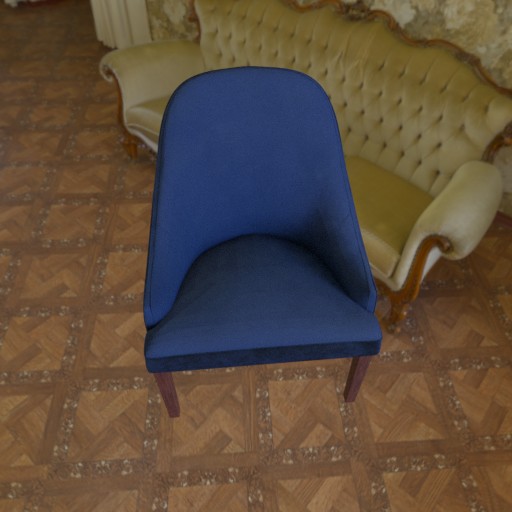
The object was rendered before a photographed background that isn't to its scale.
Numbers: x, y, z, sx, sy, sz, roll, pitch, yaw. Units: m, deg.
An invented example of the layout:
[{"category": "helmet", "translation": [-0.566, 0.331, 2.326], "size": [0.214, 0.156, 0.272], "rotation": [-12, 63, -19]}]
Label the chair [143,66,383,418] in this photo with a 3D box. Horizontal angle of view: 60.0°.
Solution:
[{"category": "chair", "translation": [0.000, 0.000, 1.305], "size": [0.643, 0.889, 0.575], "rotation": [-4, 46, -4]}]
